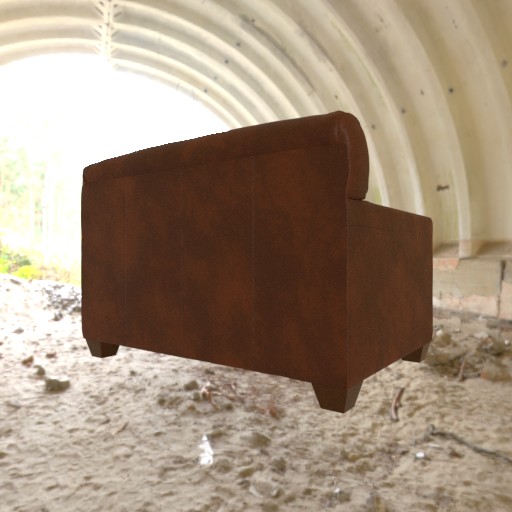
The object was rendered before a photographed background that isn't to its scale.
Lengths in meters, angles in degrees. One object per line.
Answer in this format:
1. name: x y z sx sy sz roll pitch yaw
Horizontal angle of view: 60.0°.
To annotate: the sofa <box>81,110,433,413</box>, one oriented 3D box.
1. sofa: 0.000 0.000 2.091 1.413 0.956 1.000 0 0 36
